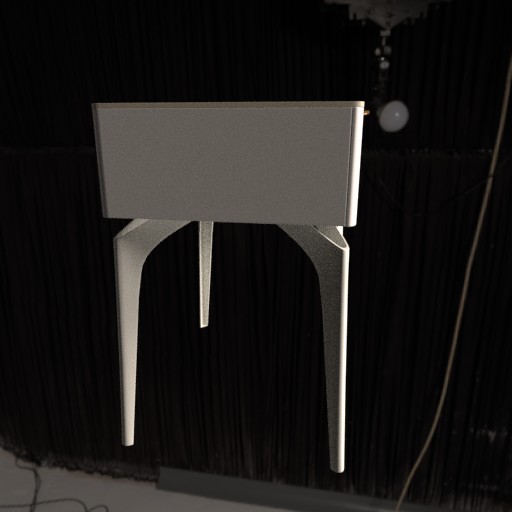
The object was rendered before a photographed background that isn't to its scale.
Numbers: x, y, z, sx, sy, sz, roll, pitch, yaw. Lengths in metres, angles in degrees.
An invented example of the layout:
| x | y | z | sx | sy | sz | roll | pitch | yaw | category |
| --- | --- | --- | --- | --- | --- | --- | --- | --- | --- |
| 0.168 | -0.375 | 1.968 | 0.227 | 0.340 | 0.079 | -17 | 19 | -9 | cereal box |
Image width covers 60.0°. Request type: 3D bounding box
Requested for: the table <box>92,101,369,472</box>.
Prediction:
| x | y | z | sx | sy | sz | roll | pitch | yaw | category |
| --- | --- | --- | --- | --- | --- | --- | --- | --- | --- |
| 0.000 | 0.000 | 0.900 | 0.400 | 0.570 | 0.500 | 3 | 17 | 9 | table |
